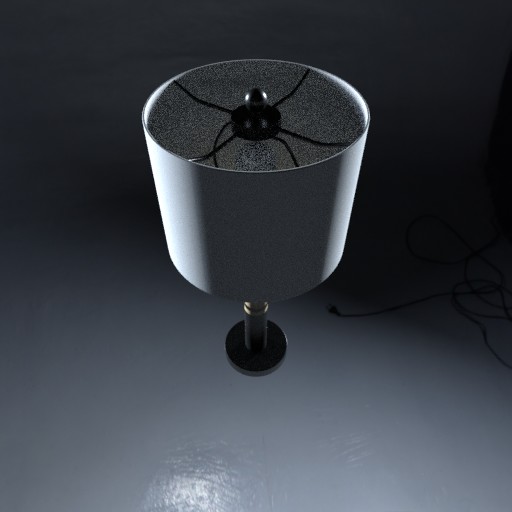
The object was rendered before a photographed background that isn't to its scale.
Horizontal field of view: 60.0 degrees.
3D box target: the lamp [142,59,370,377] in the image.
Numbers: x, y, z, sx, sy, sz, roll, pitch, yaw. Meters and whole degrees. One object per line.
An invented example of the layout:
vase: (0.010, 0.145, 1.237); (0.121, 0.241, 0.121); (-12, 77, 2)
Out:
lamp: (0.000, 0.000, 0.817); (0.305, 0.640, 0.305); (-6, 47, -5)
